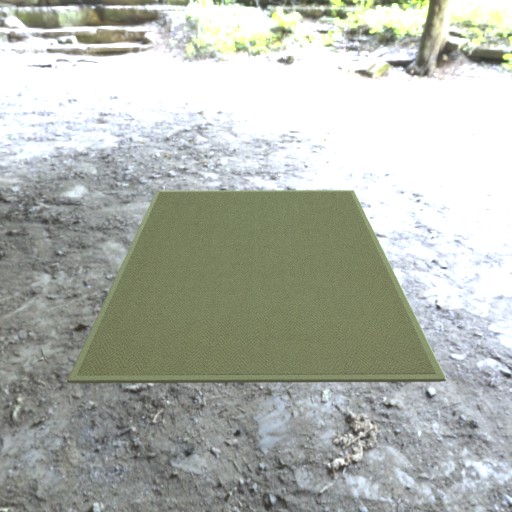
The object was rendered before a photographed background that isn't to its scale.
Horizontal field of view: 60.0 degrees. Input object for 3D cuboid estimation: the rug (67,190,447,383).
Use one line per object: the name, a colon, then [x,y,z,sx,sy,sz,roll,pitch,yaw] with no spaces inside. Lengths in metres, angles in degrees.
rug: [0.000,0.000,4.093,2.407,0.020,3.051,0,31,0]
